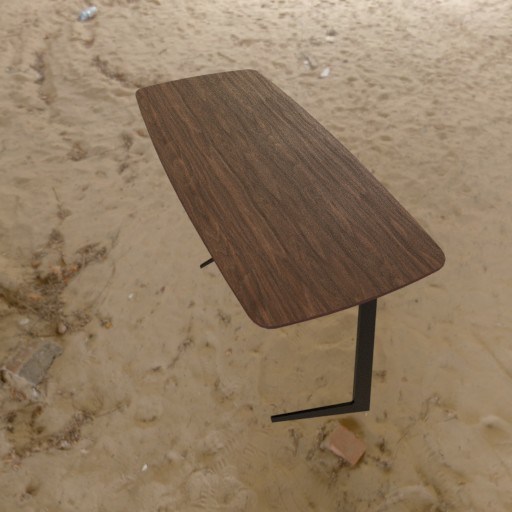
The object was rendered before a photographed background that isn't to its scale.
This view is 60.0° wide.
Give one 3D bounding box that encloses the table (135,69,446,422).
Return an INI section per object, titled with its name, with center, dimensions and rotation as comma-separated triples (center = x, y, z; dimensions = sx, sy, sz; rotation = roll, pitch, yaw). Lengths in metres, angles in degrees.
[table]
center = 0.000, 0.000, 1.094
dimensions = 0.361, 0.576, 0.804
rotation = -17, 48, -16
